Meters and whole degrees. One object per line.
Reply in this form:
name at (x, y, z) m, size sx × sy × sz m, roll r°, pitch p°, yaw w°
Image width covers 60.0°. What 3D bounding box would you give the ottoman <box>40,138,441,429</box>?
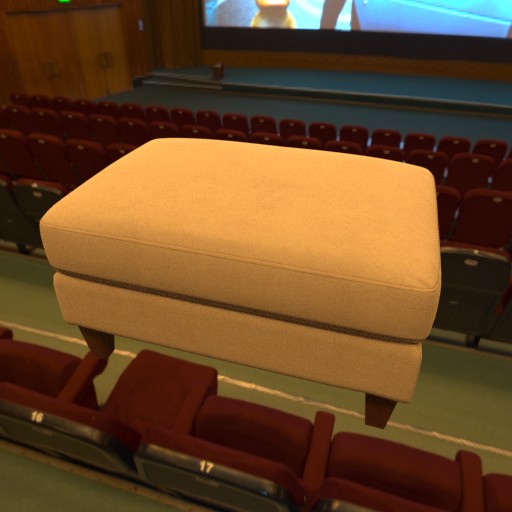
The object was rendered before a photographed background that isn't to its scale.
ottoman at (0.000, 0.000, 1.179) m, size 0.864 × 0.483 × 0.584 m, roll 10°, pitch 35°, yaw 14°
